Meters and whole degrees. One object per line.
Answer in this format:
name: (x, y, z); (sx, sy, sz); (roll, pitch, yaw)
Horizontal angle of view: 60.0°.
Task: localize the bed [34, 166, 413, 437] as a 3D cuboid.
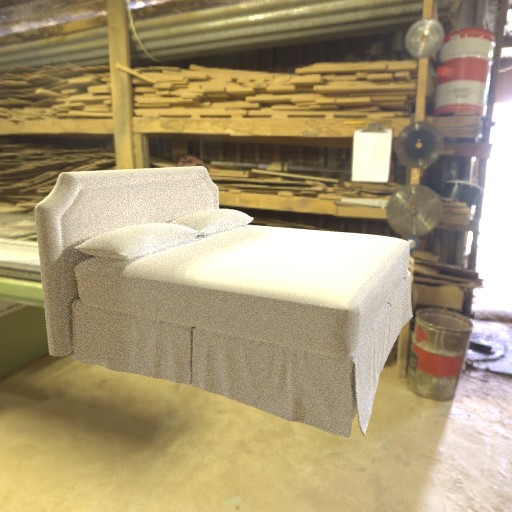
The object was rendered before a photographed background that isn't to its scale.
bed: (0.000, 0.000, 3.439); (2.204, 1.301, 2.160); (6, 15, 26)
